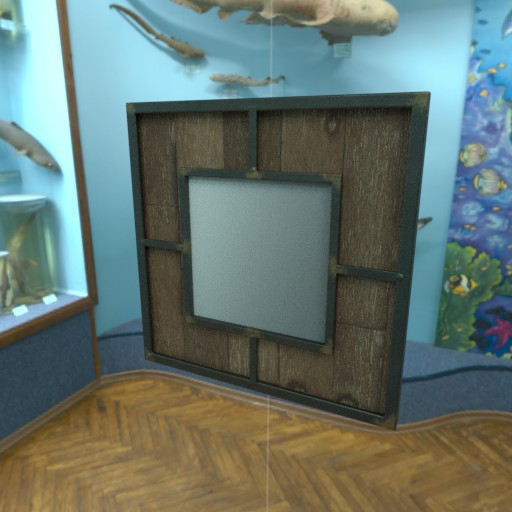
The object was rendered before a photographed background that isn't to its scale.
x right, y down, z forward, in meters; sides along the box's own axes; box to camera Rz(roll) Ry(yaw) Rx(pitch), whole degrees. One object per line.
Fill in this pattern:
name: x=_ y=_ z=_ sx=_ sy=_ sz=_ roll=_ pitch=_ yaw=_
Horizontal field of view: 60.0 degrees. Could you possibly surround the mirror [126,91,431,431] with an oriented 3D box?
mirror: x=0.000 y=0.000 z=0.567 sx=0.382 sy=0.381 sz=0.020 roll=8 pitch=17 yaw=26
